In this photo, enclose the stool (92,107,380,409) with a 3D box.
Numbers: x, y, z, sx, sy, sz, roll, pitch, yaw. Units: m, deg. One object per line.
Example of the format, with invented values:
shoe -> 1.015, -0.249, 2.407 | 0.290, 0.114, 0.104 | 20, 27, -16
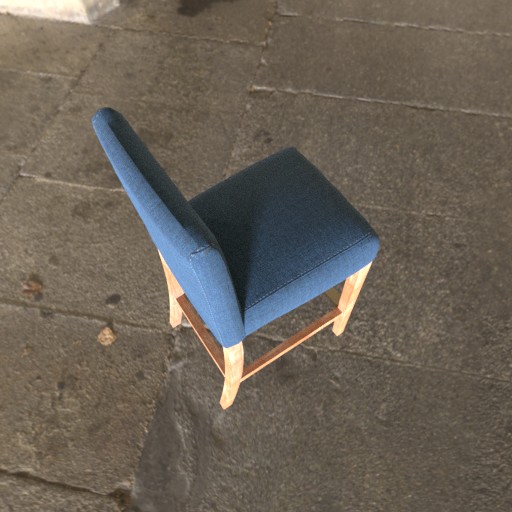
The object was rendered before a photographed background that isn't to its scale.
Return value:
stool -> 0.000, 0.000, 1.323 | 0.567, 1.039, 0.454 | -30, 63, -17
